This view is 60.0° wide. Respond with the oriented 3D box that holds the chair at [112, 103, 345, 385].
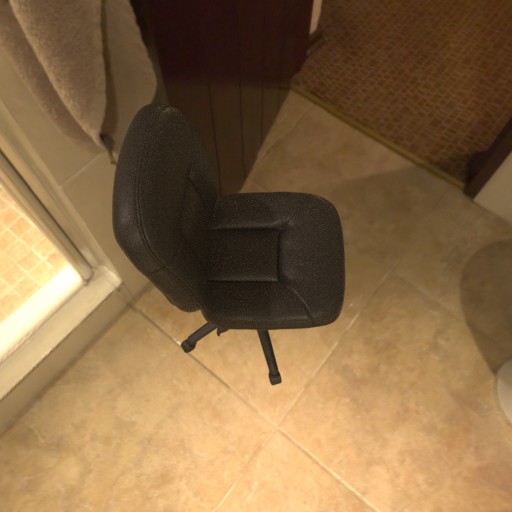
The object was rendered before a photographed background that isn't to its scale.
[{"bbox_3d":[0.000,0.000,1.425,0.646,0.959,0.647,2,64,1],"label":"chair"}]
